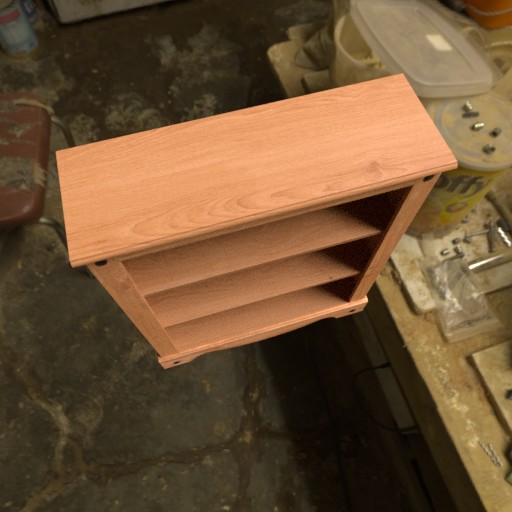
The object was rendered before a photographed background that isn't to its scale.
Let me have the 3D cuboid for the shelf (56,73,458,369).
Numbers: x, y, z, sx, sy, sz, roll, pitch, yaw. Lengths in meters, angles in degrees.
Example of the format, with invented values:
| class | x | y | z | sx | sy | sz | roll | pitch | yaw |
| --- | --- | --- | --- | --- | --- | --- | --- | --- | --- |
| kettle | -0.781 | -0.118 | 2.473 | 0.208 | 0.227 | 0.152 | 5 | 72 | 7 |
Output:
| class | x | y | z | sx | sy | sz | roll | pitch | yaw |
| --- | --- | --- | --- | --- | --- | --- | --- | --- | --- |
| shelf | 0.000 | 0.000 | 1.415 | 0.840 | 0.980 | 0.291 | -15 | 65 | -7 |
